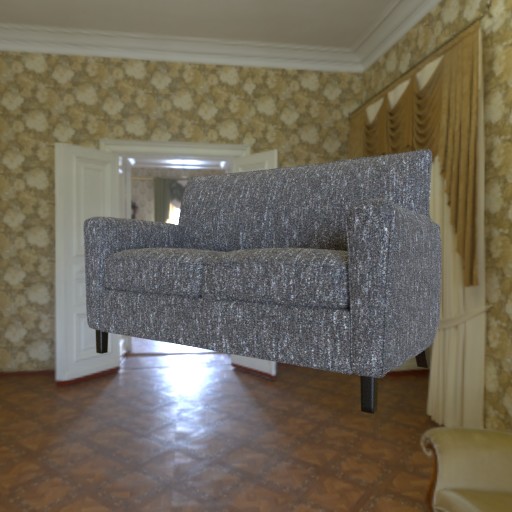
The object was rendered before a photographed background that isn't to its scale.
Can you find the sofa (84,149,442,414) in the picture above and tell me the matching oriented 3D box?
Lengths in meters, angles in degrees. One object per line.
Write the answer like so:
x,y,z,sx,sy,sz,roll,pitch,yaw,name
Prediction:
0.000,0.000,2.046,1.519,0.946,0.801,1,1,35,sofa
